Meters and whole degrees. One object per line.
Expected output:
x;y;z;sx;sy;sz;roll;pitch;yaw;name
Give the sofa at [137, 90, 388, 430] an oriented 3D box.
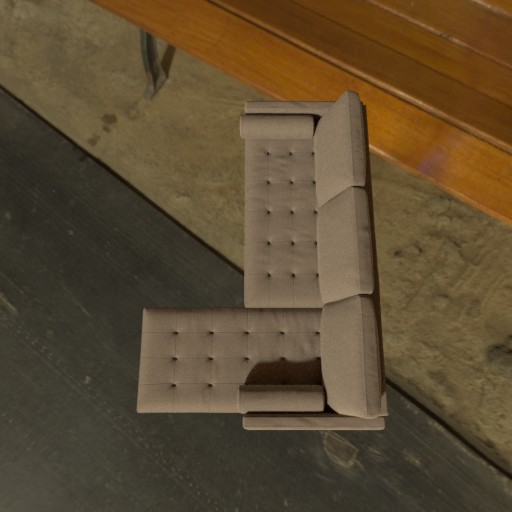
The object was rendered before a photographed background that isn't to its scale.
0.000;0.000;3.002;1.506;0.875;2.178;0;76;0;sofa
